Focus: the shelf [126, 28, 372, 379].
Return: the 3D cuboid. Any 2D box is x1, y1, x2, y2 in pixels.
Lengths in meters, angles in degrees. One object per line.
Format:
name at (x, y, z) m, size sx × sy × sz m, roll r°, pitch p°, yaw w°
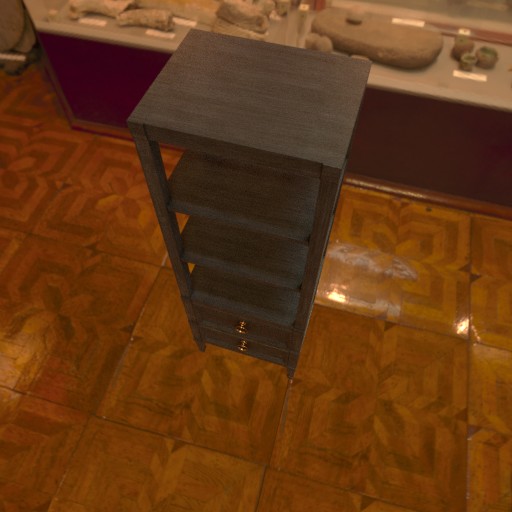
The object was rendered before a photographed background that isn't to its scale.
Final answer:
shelf at (0.000, 0.000, 1.978) m, size 0.584 × 1.727 × 0.472 m, roll 15°, pitch 58°, yaw 9°
